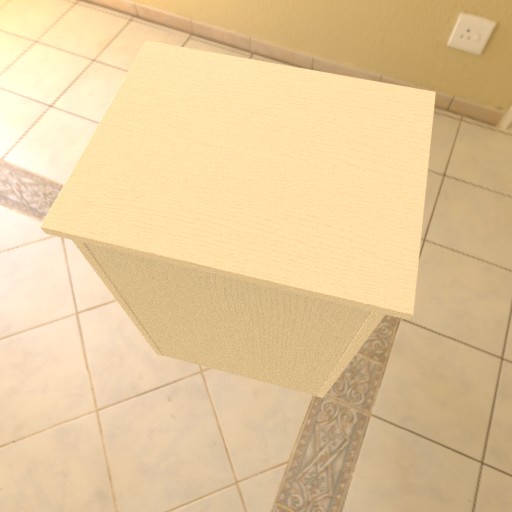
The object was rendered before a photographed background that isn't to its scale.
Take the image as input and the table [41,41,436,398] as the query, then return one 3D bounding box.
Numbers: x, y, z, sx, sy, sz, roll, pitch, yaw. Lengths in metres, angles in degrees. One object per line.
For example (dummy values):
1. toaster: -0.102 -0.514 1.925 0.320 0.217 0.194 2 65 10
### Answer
1. table: 0.000 0.000 0.913 0.480 0.635 0.381 13 63 7
